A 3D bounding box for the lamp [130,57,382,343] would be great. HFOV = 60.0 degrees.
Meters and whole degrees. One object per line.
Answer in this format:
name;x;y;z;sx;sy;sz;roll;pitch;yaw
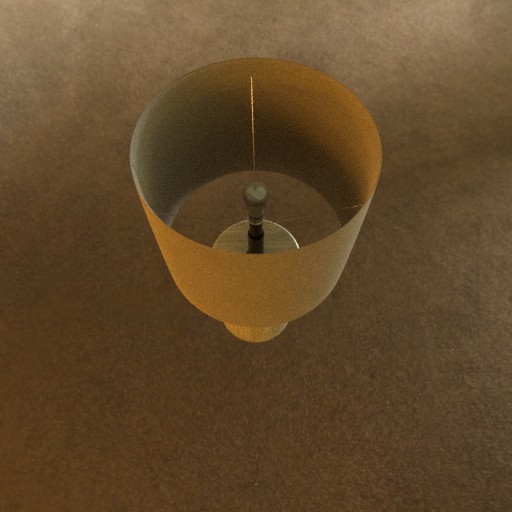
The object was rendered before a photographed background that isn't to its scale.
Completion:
lamp;0.000;0.000;0.597;0.228;0.444;0.228;-2;63;-1
